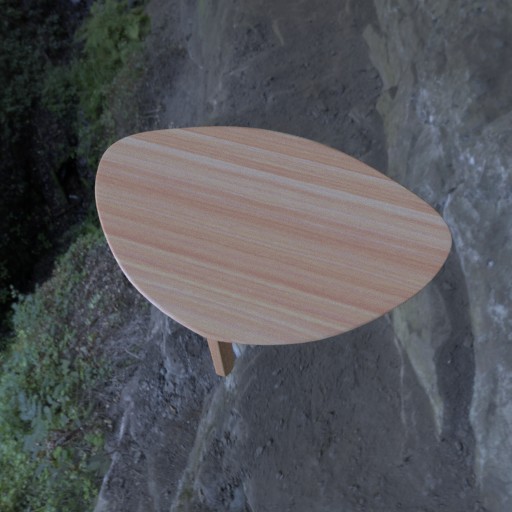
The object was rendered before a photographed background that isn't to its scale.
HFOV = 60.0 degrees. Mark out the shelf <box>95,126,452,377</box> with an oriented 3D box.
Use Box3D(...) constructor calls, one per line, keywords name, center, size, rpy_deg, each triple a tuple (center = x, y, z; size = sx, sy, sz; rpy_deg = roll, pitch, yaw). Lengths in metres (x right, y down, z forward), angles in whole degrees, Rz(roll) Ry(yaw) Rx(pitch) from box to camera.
Box3D(name="shelf", center=(0.000, 0.000, 1.653), size=(1.246, 0.440, 0.845), rpy_deg=(16, 61, 9))
